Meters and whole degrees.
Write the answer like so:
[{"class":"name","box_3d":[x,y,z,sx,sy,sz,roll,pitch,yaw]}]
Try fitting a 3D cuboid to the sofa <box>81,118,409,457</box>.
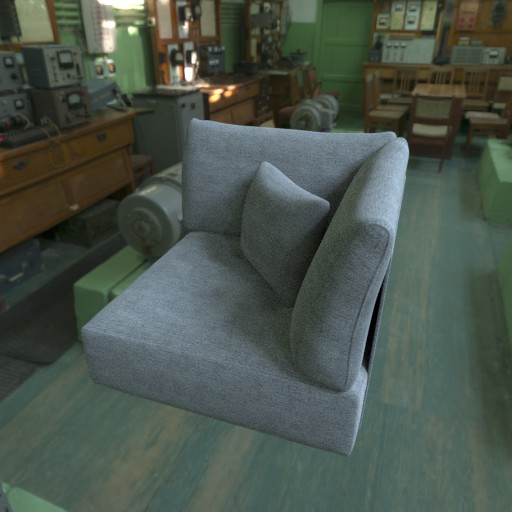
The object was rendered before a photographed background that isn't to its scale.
[{"class":"sofa","box_3d":[0.000,0.000,1.718,1.000,0.820,1.000,9,30,17]}]
